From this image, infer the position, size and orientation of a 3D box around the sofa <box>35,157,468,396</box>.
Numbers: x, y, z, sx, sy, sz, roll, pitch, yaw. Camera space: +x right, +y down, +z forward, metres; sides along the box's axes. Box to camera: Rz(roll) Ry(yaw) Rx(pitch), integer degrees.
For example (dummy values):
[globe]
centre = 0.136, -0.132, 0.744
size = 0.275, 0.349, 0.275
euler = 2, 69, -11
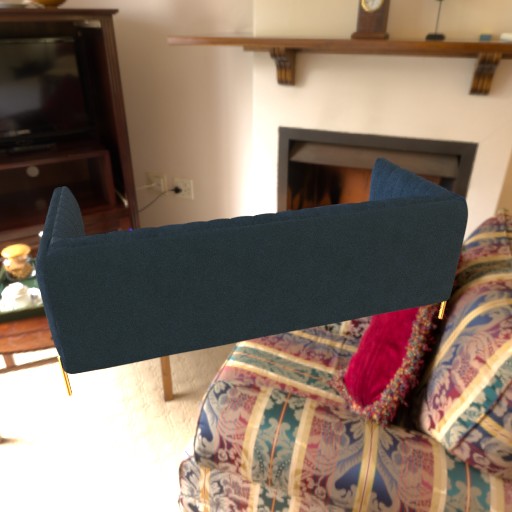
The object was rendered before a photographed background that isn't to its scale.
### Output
[sofa]
centre = 0.000, 0.000, 2.523
size = 2.136, 0.793, 0.896
euler = -8, 29, -15
